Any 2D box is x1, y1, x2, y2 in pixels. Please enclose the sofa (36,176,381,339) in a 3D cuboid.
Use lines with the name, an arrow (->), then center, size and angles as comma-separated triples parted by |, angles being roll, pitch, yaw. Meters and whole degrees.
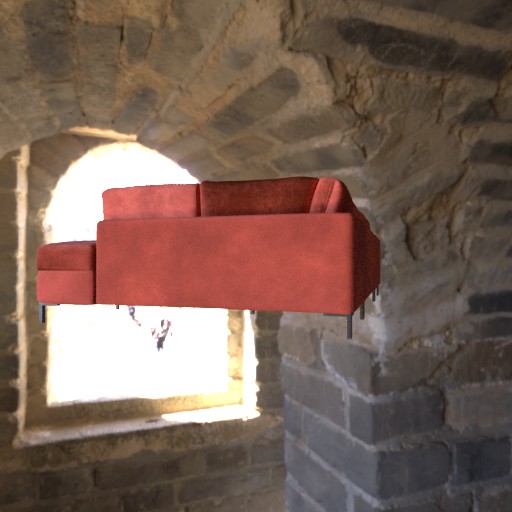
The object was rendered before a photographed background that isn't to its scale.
sofa -> 0.000, 0.000, 3.861 | 1.981, 0.858, 2.971 | 0, -1, 18
